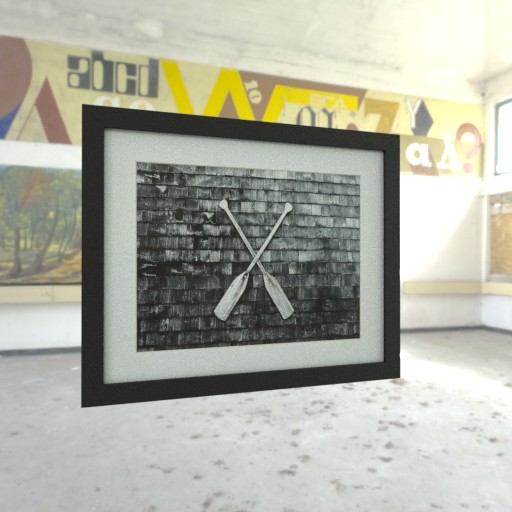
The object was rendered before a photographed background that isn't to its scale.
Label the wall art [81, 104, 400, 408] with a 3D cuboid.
[{"bbox_3d":[0.000,0.000,0.762,0.558,0.457,0.029,0,0,-17],"label":"wall art"}]
